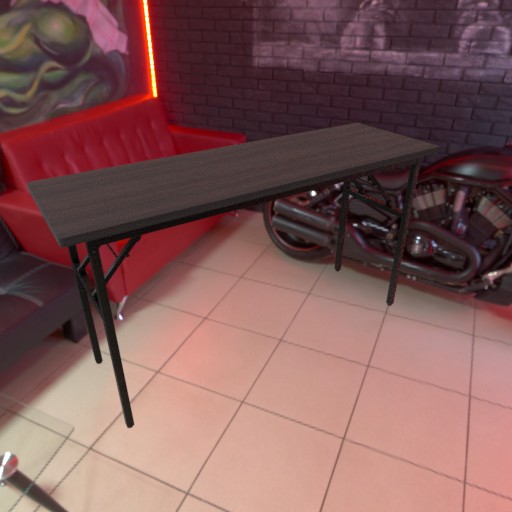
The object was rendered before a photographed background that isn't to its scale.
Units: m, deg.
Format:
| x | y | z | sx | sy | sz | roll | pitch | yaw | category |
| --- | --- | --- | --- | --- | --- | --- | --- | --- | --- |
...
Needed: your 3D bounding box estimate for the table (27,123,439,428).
| x | y | z | sx | sy | sz | roll | pitch | yaw | category |
| --- | --- | --- | --- | --- | --- | --- | --- | --- | --- |
| 0.000 | 0.000 | 1.722 | 1.399 | 0.750 | 0.449 | -18 | 35 | -28 | table |
